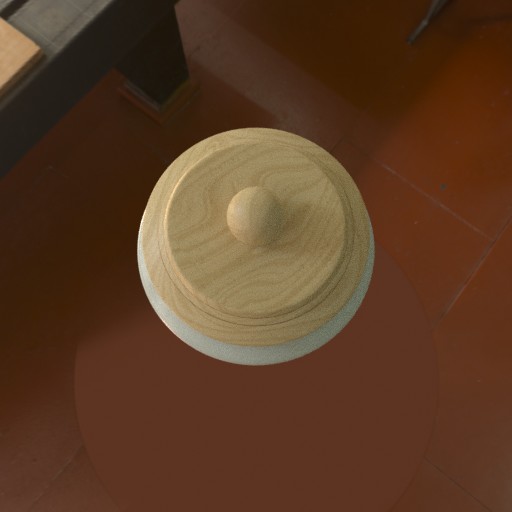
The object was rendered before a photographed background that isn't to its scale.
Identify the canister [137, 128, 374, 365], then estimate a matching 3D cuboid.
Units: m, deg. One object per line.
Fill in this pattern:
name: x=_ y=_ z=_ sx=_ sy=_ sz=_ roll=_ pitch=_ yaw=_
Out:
canister: x=0.000 y=0.000 z=0.271 sx=0.130 sy=0.176 sz=0.130 roll=0 pitch=76 yaw=0
